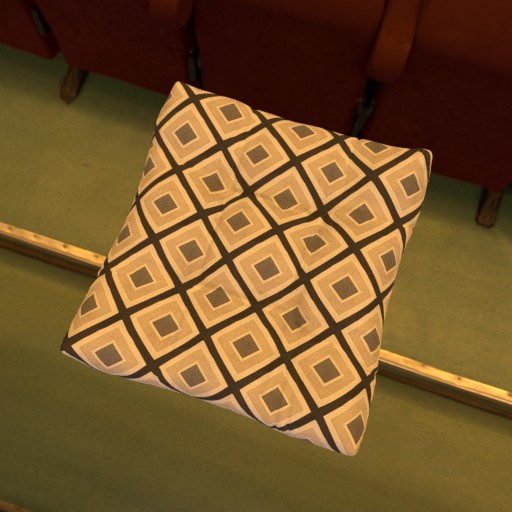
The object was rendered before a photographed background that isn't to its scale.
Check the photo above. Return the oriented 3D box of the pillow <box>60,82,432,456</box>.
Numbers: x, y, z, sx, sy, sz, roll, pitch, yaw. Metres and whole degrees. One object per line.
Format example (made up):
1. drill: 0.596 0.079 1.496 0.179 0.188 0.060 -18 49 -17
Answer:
1. pillow: 0.000 0.000 0.719 0.468 0.128 0.490 18 77 4
